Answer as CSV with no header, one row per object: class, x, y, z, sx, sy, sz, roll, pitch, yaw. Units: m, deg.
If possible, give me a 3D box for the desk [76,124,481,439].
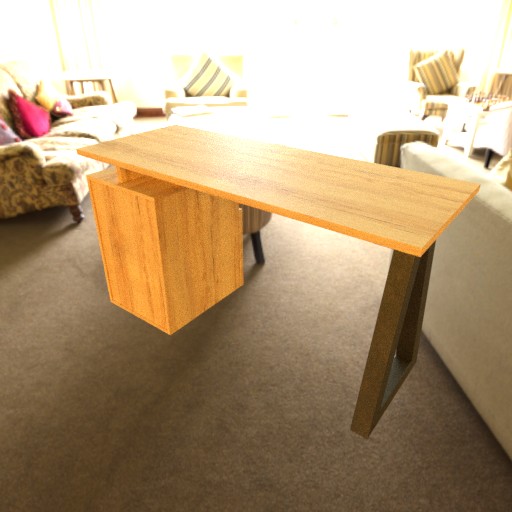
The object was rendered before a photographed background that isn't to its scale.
desk,0.000,0.000,1.791,1.400,0.760,0.550,20,35,32
